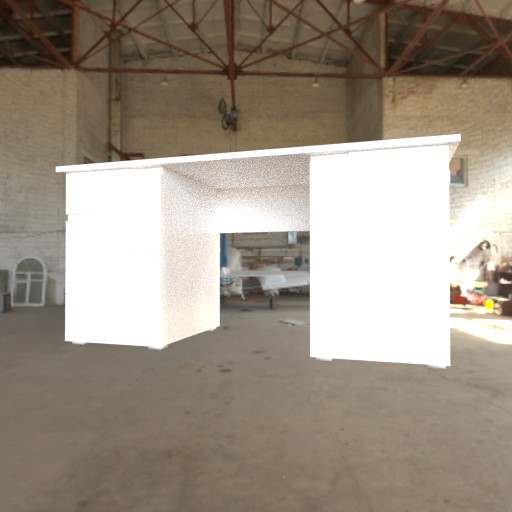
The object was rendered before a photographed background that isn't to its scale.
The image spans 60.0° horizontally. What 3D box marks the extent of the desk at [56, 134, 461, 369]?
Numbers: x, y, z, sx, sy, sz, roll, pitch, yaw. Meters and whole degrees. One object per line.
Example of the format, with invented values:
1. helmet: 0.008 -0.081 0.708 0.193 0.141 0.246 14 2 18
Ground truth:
1. desk: 0.000 0.000 1.964 1.580 0.760 0.670 0 -1 18
